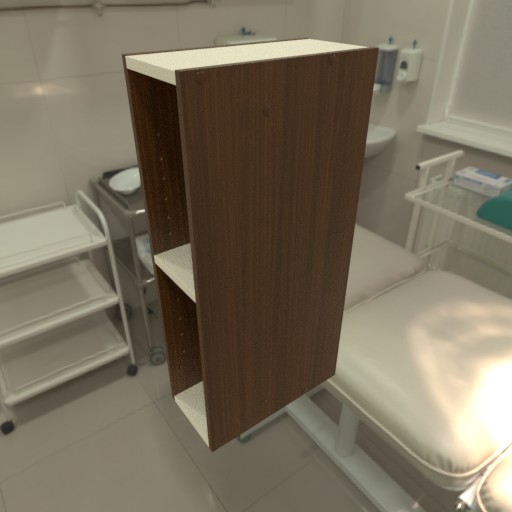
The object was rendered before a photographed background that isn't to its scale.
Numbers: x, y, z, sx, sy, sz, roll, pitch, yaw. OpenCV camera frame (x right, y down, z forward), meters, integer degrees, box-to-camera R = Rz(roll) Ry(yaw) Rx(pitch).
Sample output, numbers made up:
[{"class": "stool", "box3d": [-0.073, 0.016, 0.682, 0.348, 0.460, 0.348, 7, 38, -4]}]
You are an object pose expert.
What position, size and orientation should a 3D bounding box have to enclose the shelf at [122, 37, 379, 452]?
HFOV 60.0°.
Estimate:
[{"class": "shelf", "box3d": [0.000, 0.000, 0.708, 0.290, 0.600, 0.147, -22, 38, -30]}]
